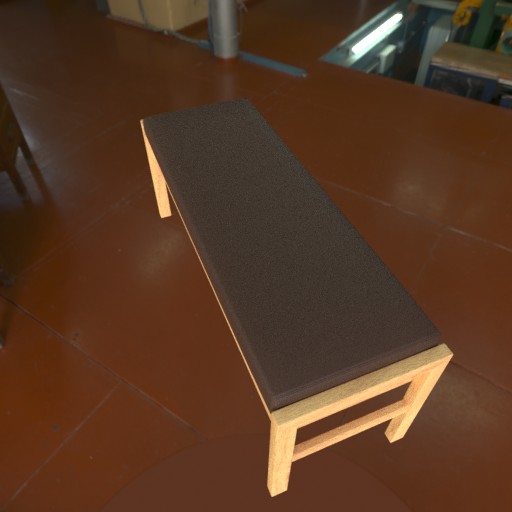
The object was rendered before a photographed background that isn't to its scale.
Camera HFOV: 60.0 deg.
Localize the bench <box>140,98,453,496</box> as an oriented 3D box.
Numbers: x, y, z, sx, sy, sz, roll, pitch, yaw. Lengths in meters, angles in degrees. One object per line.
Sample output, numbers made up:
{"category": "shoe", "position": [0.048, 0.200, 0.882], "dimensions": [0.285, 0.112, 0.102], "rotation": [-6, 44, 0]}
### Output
{"category": "bench", "position": [0.000, 0.000, 1.407], "dimensions": [0.405, 0.480, 1.200], "rotation": [-17, 49, -15]}
